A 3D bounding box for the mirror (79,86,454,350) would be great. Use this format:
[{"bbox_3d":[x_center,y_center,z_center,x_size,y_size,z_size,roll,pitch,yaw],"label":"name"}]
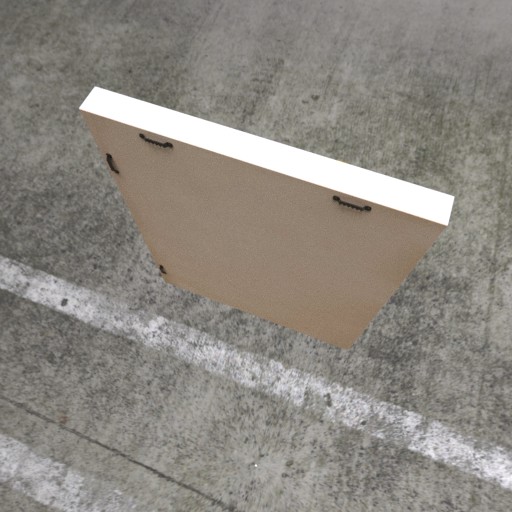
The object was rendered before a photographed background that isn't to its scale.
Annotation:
[{"bbox_3d":[0.000,0.000,0.690,0.405,0.508,0.041,19,66,9],"label":"mirror"}]
